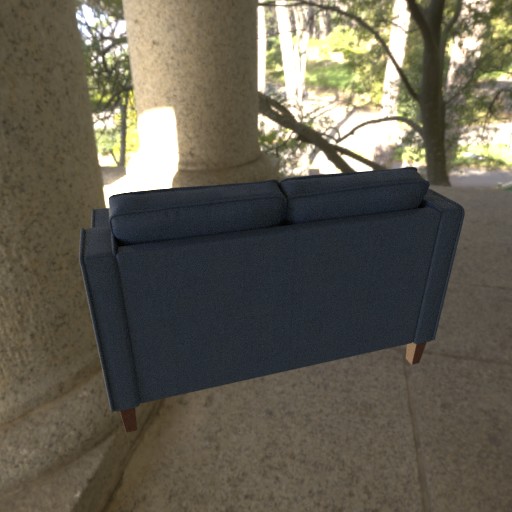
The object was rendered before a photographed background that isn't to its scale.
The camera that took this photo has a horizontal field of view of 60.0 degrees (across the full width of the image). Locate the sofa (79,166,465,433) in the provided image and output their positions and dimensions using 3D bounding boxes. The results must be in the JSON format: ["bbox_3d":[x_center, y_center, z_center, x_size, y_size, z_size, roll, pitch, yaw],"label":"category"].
[{"bbox_3d":[0.000,0.000,2.185,1.501,0.971,0.987,-8,28,-16],"label":"sofa"}]
